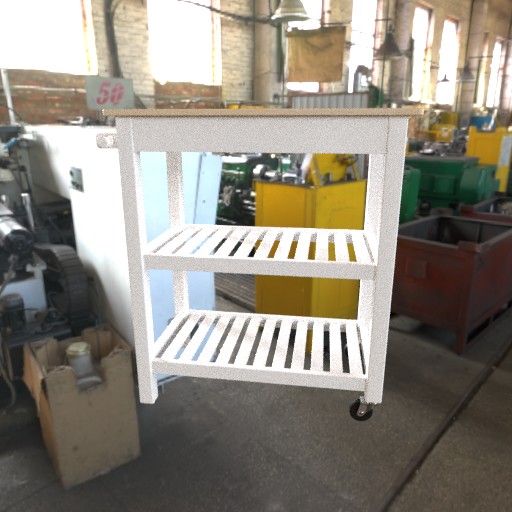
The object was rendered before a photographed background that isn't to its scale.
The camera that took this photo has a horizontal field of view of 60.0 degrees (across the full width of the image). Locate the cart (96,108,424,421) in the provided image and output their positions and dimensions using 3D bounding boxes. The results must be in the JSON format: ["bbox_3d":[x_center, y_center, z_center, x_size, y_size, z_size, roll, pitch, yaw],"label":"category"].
[{"bbox_3d":[0.000,0.000,1.489,0.899,0.927,0.457,3,17,8],"label":"cart"}]
